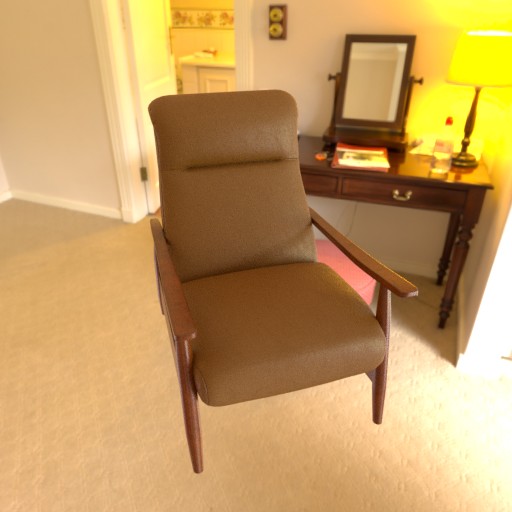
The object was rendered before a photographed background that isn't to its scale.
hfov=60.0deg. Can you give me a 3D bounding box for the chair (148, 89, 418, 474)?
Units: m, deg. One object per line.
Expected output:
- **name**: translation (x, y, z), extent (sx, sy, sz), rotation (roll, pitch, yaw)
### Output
- **chair**: translation (0.000, 0.000, 1.745), extent (0.762, 1.082, 1.014), rotation (-9, 31, -15)
